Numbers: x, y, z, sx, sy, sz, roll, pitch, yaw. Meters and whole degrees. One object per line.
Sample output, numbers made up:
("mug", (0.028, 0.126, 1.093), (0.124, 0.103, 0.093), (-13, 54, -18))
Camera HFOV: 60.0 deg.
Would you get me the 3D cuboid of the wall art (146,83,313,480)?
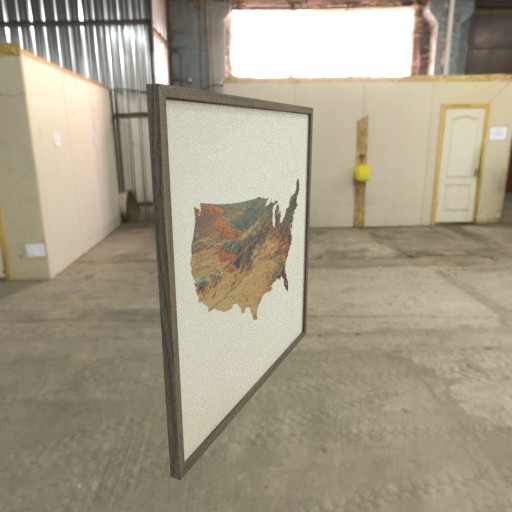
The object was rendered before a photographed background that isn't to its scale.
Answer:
("wall art", (0.000, 0.000, 0.760), (0.016, 0.507, 0.508), (7, 17, 25))
